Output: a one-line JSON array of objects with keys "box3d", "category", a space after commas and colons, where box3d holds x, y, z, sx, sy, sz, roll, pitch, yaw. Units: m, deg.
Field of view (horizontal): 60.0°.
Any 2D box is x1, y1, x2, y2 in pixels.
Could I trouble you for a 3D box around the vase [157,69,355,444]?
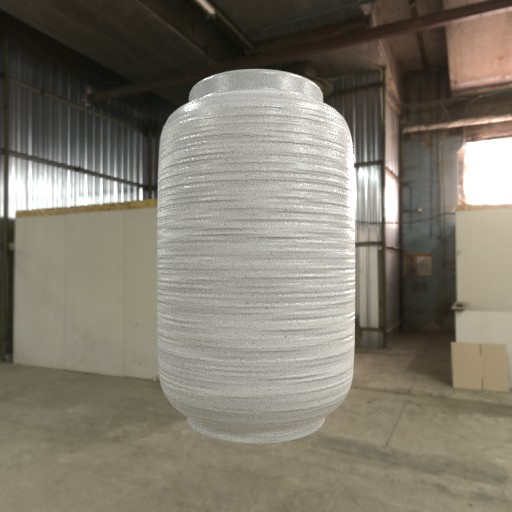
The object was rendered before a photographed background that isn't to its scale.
[{"box3d": [0.000, 0.000, 0.463, 0.202, 0.335, 0.202, 0, -1, 0], "category": "vase"}]
